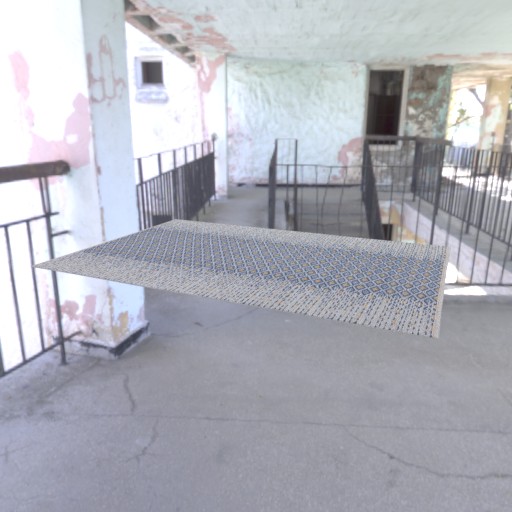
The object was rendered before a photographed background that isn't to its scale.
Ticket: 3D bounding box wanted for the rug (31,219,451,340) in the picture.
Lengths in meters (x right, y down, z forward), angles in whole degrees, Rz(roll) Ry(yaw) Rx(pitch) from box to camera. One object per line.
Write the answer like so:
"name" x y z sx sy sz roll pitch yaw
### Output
"rug" 0.000 0.000 2.301 1.828 0.005 1.219 7 18 23
